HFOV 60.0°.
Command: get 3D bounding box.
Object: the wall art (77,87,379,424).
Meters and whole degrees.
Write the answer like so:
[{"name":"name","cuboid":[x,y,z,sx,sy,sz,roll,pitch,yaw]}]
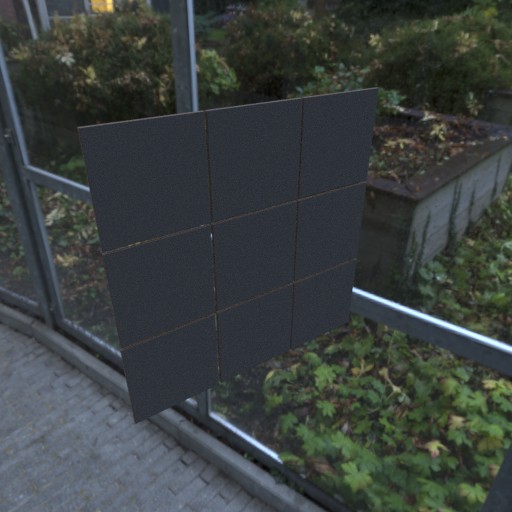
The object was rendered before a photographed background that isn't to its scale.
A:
[{"name":"wall art","cuboid":[0.000,0.000,1.840,1.216,1.216,0.013,-19,35,-29]}]
